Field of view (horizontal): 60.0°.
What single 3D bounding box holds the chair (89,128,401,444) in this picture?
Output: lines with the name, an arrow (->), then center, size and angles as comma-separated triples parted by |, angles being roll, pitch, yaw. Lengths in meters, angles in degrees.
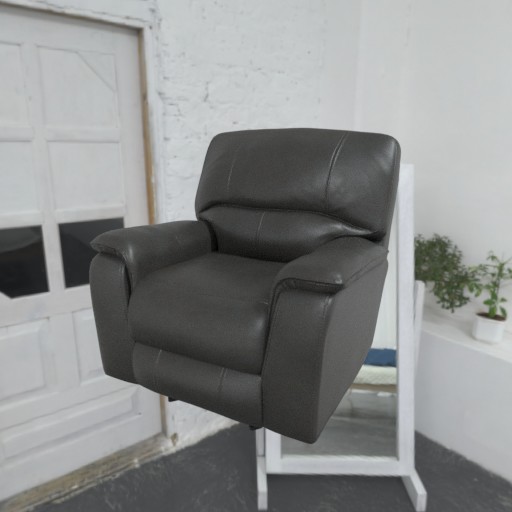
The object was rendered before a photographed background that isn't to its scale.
chair -> 0.000, 0.000, 1.976 | 1.096, 1.109, 1.087 | 8, 17, 27
